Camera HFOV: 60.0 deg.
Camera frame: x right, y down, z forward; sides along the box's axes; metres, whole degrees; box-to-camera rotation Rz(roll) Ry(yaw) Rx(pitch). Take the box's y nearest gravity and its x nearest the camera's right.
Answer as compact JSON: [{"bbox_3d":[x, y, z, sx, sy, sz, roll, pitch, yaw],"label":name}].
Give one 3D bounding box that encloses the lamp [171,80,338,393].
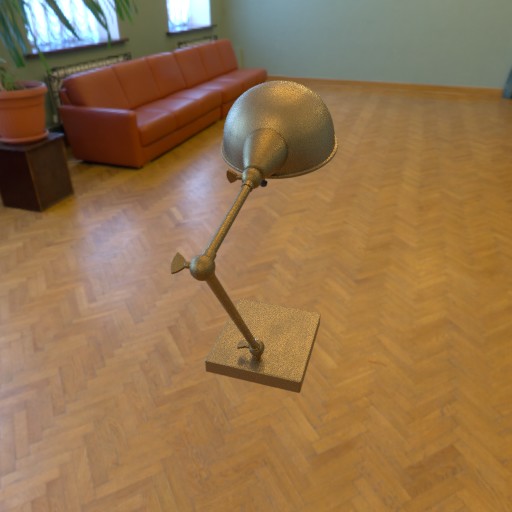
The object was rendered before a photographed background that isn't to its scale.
[{"bbox_3d":[0.000,0.000,0.541,0.149,0.371,0.339,9,32,15],"label":"lamp"}]
